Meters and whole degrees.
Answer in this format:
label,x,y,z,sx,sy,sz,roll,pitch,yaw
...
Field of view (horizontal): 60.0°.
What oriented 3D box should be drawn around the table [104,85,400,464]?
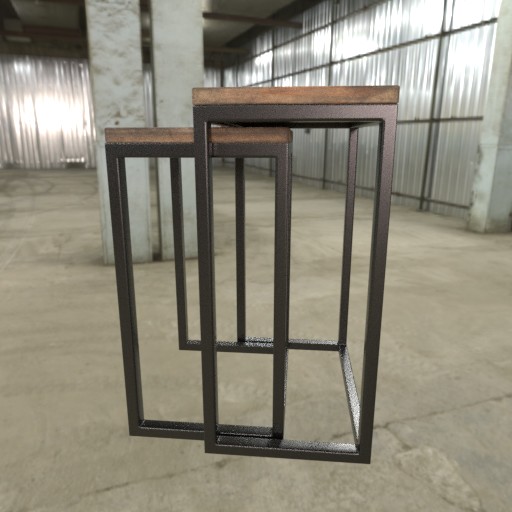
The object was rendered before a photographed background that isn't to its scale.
label,x,y,z,sx,sy,sz,roll,pitch,yaw
table,0.000,0.000,0.924,0.460,0.615,0.456,2,15,8
